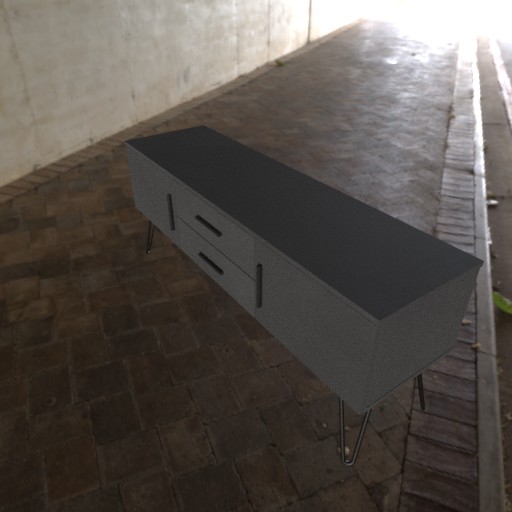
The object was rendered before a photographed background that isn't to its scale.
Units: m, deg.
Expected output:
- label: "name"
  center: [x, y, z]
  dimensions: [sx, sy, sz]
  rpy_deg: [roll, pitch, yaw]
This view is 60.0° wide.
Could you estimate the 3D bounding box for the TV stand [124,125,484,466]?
- label: "TV stand"
  center: [0.000, 0.000, 1.638]
  dimensions: [0.400, 0.560, 1.400]
  rpy_deg: [-21, 39, -29]
